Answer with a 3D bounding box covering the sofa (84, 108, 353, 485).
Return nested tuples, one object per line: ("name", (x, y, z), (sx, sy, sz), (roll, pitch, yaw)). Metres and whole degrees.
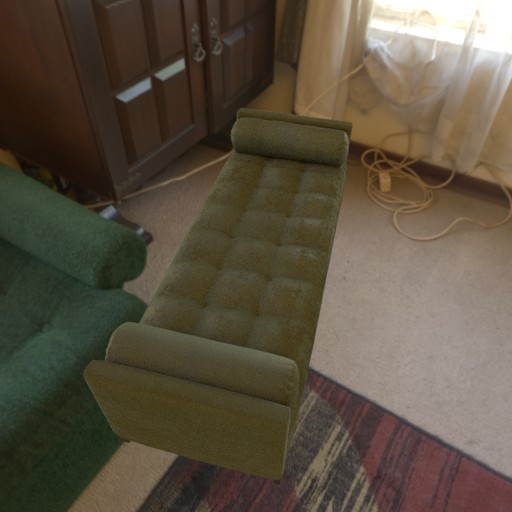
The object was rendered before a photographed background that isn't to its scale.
("sofa", (0.000, 0.000, 2.480), (0.817, 0.681, 2.130), (11, 47, 10))
